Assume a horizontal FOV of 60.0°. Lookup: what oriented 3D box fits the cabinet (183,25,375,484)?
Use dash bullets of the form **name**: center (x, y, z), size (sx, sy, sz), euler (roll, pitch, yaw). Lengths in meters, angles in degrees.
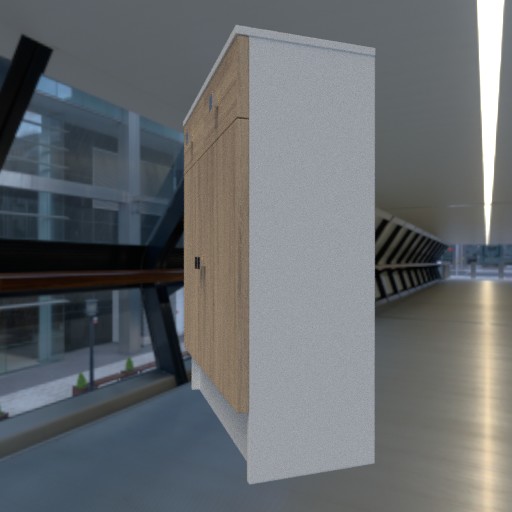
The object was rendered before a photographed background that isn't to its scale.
- **cabinet**: center (0.000, 0.000, 1.108), size (0.296, 0.815, 0.600), euler (0, 0, -18)
